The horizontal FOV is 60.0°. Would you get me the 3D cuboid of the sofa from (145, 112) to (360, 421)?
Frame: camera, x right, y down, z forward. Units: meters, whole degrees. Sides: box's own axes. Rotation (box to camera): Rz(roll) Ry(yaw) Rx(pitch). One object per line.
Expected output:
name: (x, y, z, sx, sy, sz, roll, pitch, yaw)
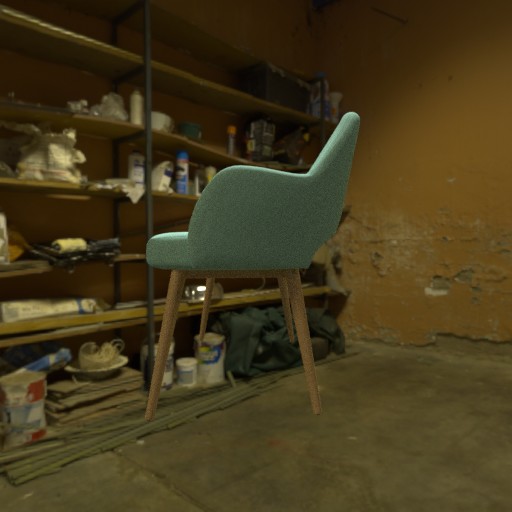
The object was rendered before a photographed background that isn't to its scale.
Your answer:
sofa: (0.000, 0.000, 1.647, 0.610, 0.840, 1.150, 0, 1, 0)
